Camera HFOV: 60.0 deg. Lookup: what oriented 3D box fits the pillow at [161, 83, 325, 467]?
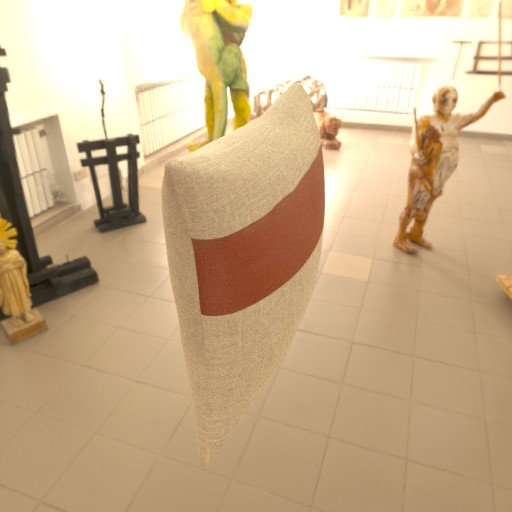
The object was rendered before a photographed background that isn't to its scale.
[{"bbox_3d":[0.000,0.000,0.623,0.173,0.399,0.414,10,31,17],"label":"pillow"}]
